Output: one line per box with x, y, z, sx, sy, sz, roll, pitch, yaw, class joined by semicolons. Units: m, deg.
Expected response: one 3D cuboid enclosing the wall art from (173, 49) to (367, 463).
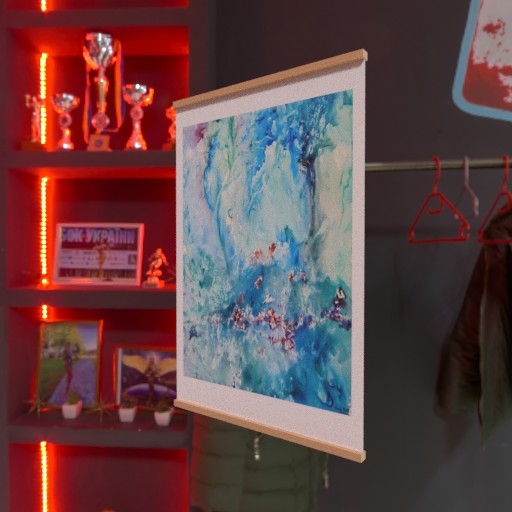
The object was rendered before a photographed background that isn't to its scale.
0.000;0.000;1.926;0.991;1.510;0.040;1;1;36;wall art
